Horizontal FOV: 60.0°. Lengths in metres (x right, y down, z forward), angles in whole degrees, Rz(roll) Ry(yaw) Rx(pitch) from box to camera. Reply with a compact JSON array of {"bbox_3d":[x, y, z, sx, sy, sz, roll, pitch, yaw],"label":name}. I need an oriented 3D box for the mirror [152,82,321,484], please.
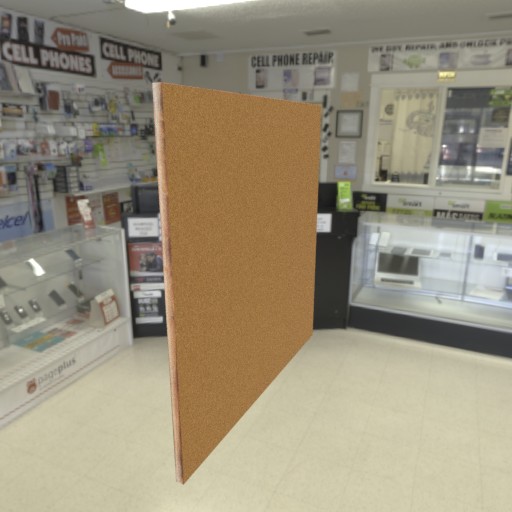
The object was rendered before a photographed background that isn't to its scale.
[{"bbox_3d":[0.000,0.000,1.195,0.061,0.804,0.804,8,18,26],"label":"mirror"}]
